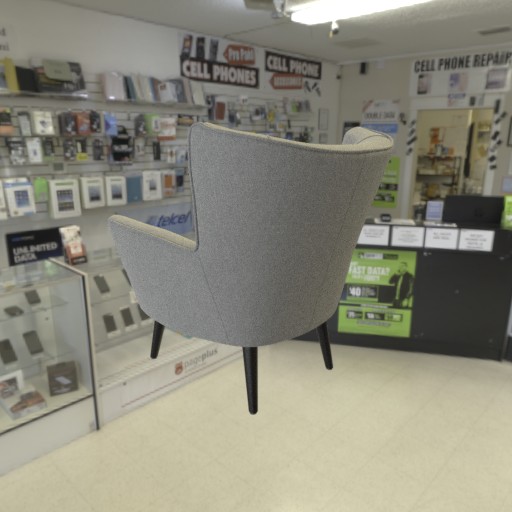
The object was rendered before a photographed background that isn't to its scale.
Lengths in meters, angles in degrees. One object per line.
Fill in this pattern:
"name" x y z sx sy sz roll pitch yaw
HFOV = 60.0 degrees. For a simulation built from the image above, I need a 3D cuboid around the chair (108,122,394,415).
"chair" 0.000 0.000 1.654 0.781 0.933 0.888 -14 20 -42
